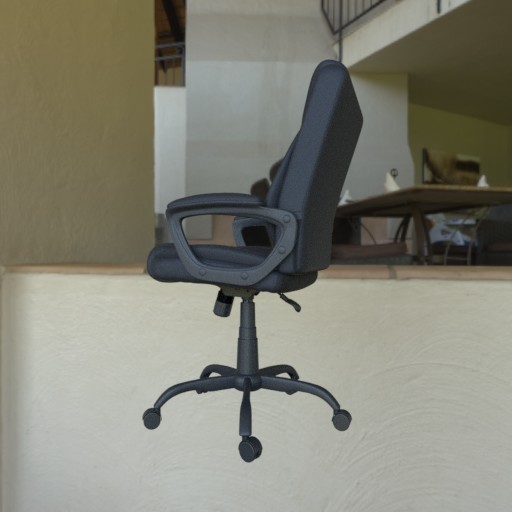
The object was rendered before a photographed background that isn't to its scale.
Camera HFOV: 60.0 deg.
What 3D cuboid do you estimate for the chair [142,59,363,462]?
[{"bbox_3d":[0.000,0.000,1.460,0.655,1.072,0.615,0,0,19],"label":"chair"}]
